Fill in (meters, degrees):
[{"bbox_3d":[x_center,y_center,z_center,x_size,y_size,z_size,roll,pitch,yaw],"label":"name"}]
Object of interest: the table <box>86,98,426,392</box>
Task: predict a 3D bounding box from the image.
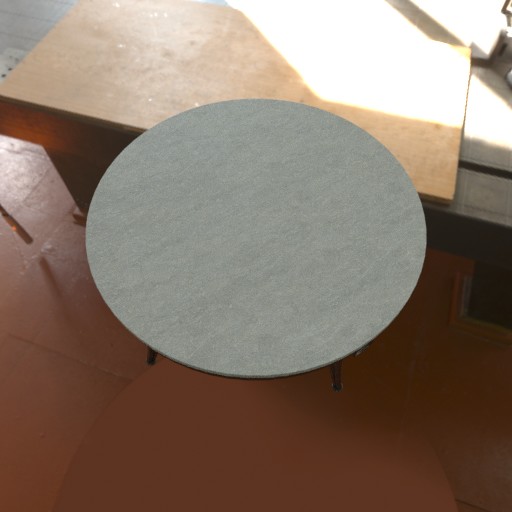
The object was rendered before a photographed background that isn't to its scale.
[{"bbox_3d":[0.000,0.000,1.378,0.889,0.470,0.889,0,58,0],"label":"table"}]
